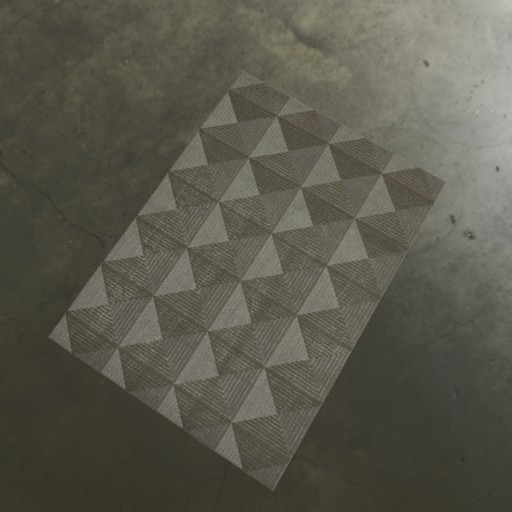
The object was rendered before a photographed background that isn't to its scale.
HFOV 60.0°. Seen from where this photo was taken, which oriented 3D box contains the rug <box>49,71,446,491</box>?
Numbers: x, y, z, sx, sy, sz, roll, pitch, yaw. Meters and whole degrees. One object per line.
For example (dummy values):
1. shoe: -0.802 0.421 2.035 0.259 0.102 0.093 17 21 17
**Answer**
1. rug: 0.000 0.000 4.260 2.428 0.027 3.333 31 78 7
